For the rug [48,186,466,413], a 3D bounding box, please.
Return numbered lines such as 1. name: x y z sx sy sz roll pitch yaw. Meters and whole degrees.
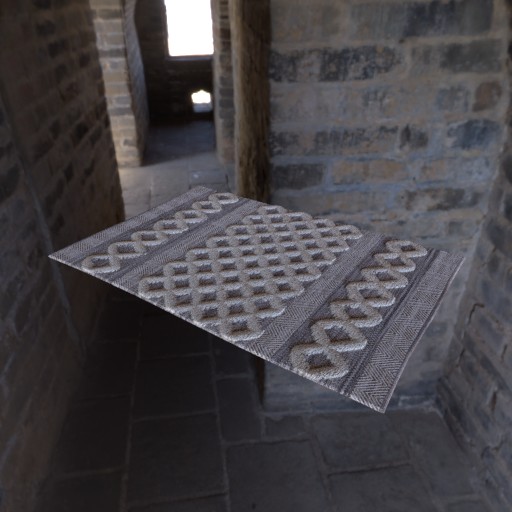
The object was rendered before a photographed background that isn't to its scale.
1. rug: 0.000 0.000 2.318 1.823 0.030 1.222 19 35 29
